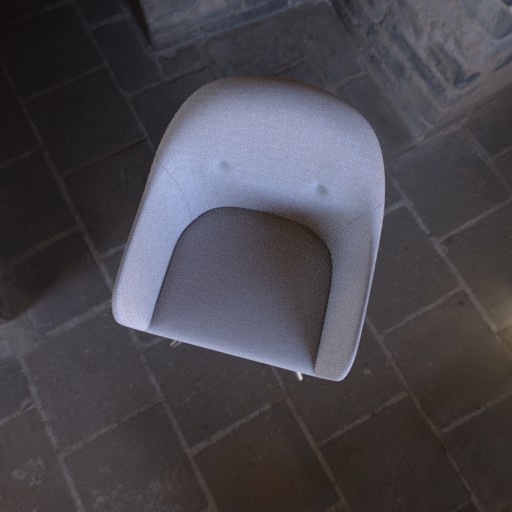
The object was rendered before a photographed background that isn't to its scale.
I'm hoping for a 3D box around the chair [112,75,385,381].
[{"bbox_3d":[0.000,0.000,1.186,0.540,0.780,0.570,14,76,4],"label":"chair"}]
